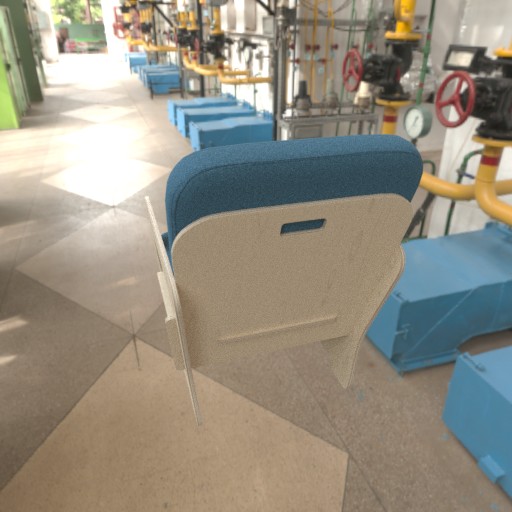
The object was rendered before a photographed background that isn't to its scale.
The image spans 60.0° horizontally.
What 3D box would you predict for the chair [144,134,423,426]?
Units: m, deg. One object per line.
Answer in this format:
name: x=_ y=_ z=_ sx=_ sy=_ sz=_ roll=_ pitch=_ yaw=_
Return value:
chair: x=0.000 y=0.000 z=1.200 sx=0.547 sy=0.747 sz=0.657 roll=-8 pitch=29 yaw=-16
